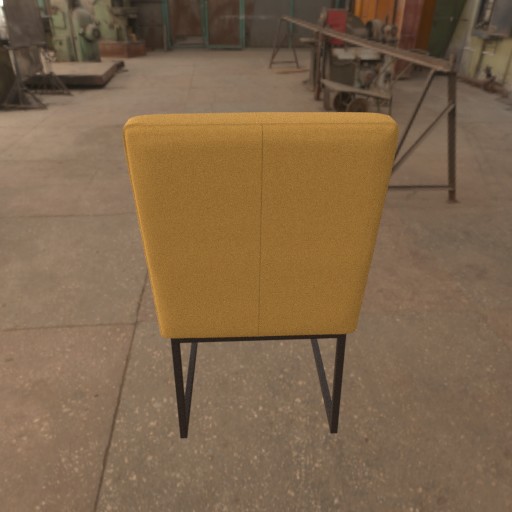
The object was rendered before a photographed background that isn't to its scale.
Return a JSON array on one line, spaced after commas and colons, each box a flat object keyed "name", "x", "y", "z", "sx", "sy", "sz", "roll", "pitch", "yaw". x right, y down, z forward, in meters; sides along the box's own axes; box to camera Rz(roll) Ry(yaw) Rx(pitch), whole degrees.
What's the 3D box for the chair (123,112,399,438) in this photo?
[{"name": "chair", "x": 0.000, "y": 0.000, "z": 1.288, "sx": 0.520, "sy": 0.930, "sz": 0.634, "roll": -1, "pitch": 31, "yaw": -2}]
